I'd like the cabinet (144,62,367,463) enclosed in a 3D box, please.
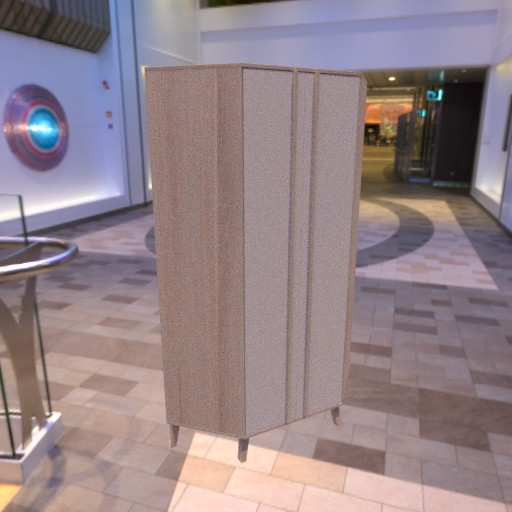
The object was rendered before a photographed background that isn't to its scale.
[{"bbox_3d":[0.000,0.000,2.622,1.272,1.957,0.969,-8,17,-27],"label":"cabinet"}]
